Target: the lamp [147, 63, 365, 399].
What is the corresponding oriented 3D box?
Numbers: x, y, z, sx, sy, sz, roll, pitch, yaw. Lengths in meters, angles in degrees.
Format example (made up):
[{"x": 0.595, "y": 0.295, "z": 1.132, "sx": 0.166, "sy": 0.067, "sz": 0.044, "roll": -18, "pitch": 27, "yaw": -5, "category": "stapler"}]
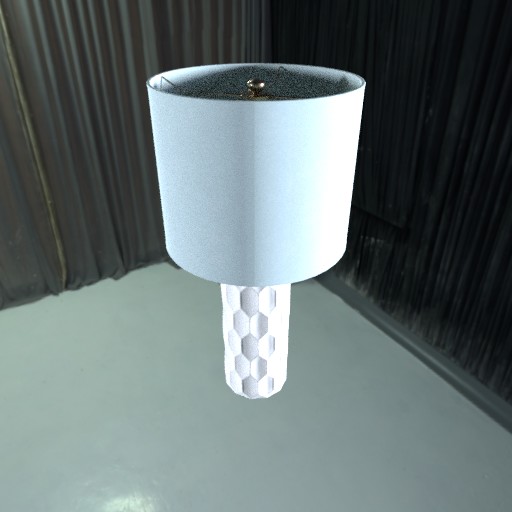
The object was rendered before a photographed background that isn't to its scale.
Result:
[{"x": 0.000, "y": 0.000, "z": 0.709, "sx": 0.277, "sy": 0.534, "sz": 0.277, "roll": -20, "pitch": 36, "yaw": -30, "category": "lamp"}]
